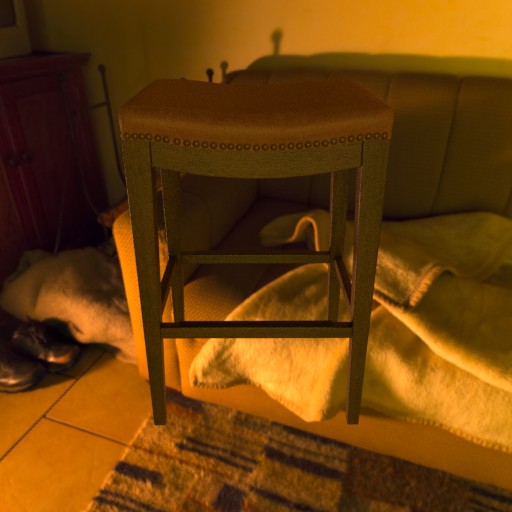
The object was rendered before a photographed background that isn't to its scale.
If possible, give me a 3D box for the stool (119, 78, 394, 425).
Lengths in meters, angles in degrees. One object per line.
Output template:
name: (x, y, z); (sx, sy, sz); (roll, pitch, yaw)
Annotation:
stool: (0.000, 0.000, 1.059); (0.500, 0.759, 0.361); (0, 30, 0)
